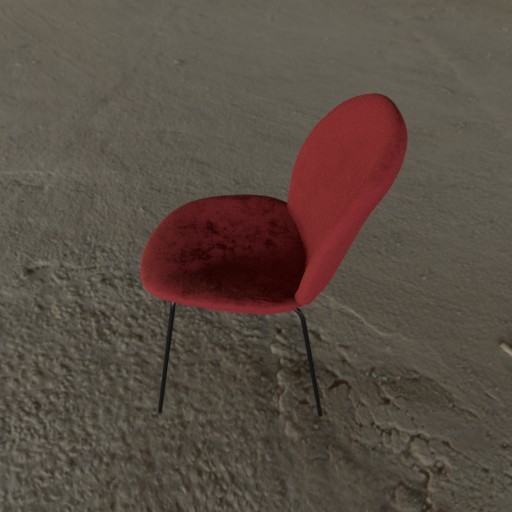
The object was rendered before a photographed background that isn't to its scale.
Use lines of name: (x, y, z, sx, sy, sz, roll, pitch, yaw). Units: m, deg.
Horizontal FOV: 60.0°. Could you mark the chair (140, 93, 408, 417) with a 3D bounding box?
chair: (0.000, 0.000, 1.150, 0.587, 0.791, 0.458, 0, 41, 0)
